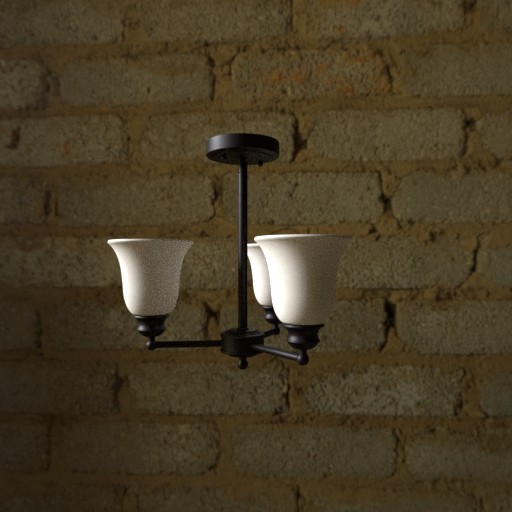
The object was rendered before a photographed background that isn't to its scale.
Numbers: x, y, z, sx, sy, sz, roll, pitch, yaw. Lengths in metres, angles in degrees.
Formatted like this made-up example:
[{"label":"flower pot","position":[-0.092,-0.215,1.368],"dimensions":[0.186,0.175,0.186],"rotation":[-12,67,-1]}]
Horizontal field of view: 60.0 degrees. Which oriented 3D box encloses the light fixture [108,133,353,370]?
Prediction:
[{"label":"light fixture","position":[0.000,0.000,0.696],"dimensions":[0.388,0.370,0.354],"rotation":[1,-1,-36]}]
